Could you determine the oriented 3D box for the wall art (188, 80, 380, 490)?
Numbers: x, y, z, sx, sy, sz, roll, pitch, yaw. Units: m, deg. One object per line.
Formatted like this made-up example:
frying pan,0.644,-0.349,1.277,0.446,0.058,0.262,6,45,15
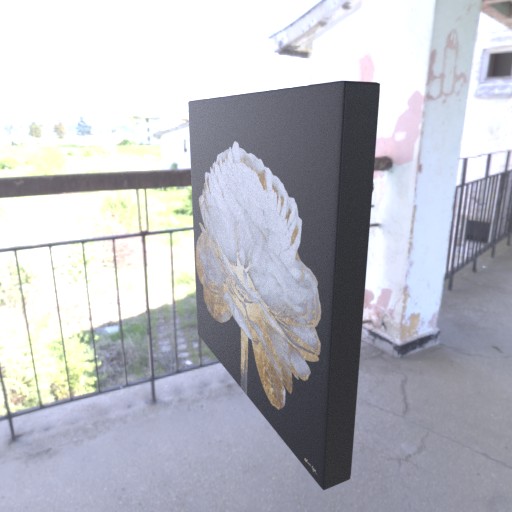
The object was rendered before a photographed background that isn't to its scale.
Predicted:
wall art,0.000,0.000,0.593,0.041,0.407,0.406,-8,19,-25
